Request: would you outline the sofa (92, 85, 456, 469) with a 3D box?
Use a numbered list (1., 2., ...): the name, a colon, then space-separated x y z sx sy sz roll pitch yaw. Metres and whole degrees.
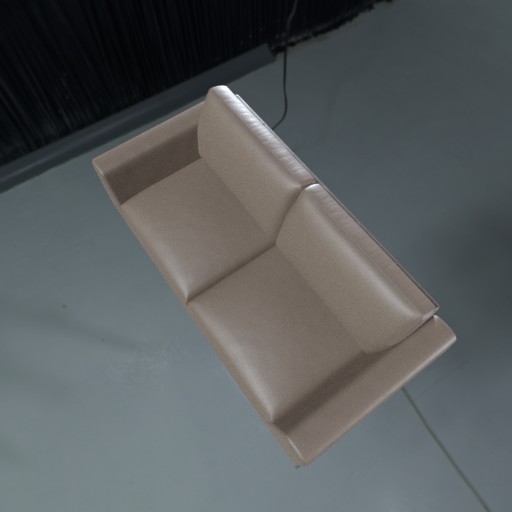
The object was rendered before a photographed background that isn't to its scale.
1. sofa: 0.000 0.000 2.503 0.953 0.875 2.017 -33 69 -15
